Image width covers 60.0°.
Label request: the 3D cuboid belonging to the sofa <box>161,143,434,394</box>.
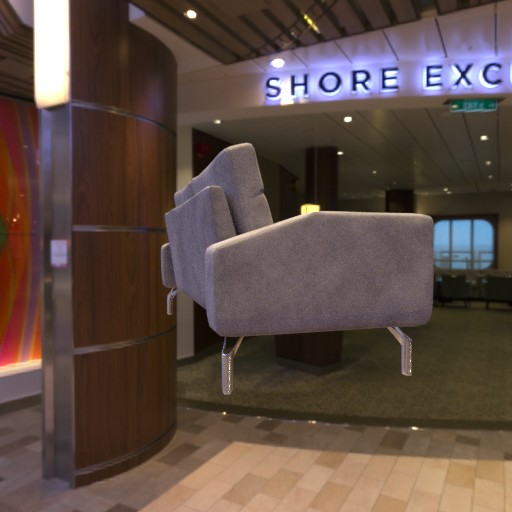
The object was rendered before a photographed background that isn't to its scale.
[{"bbox_3d":[0.000,0.000,2.395,0.849,0.859,1.837,0,2,-17],"label":"sofa"}]
